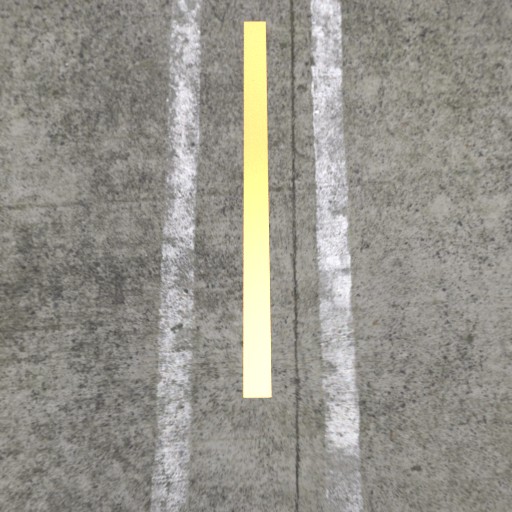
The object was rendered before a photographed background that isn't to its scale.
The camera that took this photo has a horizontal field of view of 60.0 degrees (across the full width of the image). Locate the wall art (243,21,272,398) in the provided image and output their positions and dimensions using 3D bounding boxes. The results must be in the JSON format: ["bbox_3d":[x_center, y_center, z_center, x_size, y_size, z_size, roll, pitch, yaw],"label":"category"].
[{"bbox_3d":[0.000,0.000,1.067,0.038,0.812,0.610,0,75,0],"label":"wall art"}]
